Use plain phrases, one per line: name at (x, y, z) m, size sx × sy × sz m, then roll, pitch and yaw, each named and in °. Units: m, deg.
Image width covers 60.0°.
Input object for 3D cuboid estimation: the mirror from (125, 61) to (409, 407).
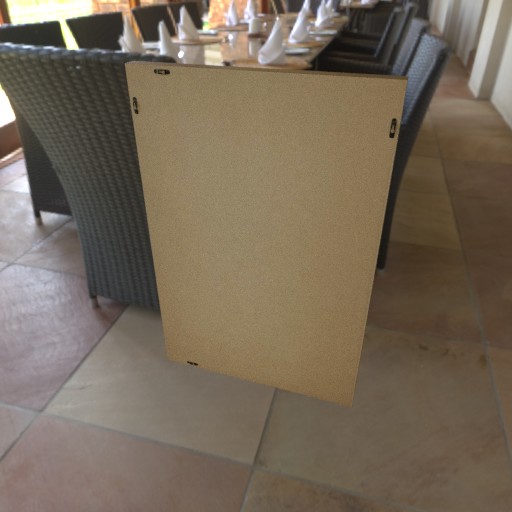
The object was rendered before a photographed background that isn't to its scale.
mirror at (0.000, 0.000, 1.164) m, size 0.609 × 0.915 × 0.041 m, roll 10°, pitch 33°, yaw 16°
